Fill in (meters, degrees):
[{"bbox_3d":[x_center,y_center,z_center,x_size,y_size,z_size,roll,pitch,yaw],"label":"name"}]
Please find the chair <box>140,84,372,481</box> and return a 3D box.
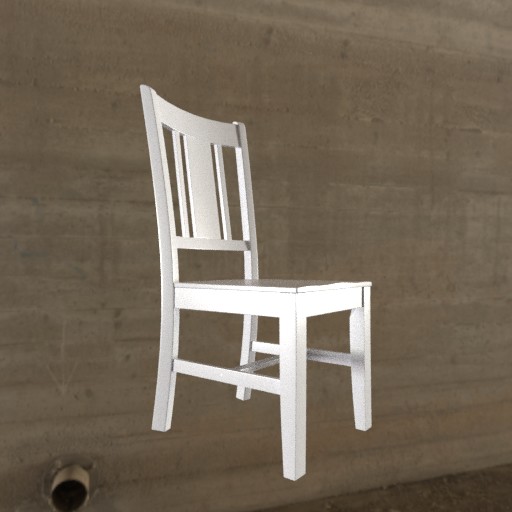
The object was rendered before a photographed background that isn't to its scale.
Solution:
[{"bbox_3d":[0.000,0.000,1.305,0.555,0.998,0.450,-1,-1,38],"label":"chair"}]
